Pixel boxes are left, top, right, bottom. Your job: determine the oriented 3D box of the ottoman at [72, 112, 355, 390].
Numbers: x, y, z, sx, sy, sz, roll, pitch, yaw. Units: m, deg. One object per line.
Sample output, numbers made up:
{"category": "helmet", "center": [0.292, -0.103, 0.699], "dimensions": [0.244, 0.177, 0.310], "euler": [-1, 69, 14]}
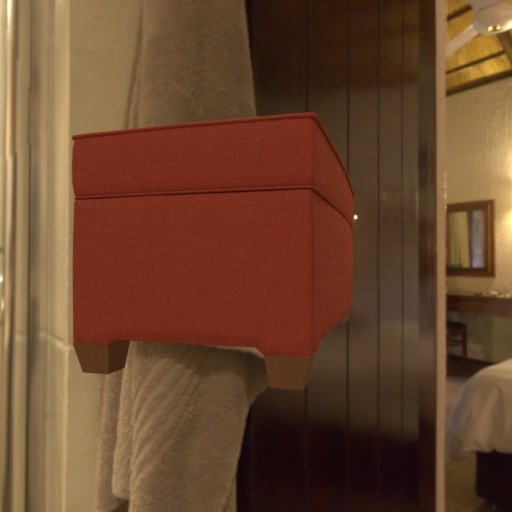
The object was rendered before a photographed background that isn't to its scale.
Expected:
{"category": "ottoman", "center": [0.000, 0.000, 1.210], "dimensions": [0.497, 0.454, 0.948], "euler": [0, -1, 16]}
